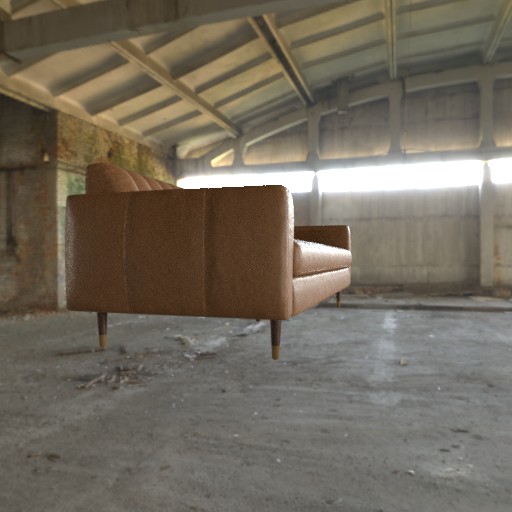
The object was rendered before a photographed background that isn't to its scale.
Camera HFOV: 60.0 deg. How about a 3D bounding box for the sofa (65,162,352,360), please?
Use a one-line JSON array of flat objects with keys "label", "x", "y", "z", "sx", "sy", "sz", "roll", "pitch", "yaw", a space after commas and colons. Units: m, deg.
[{"label": "sofa", "x": 0.000, "y": 0.000, "z": 2.767, "sx": 0.990, "sy": 0.821, "sz": 2.291, "roll": 0, "pitch": 0, "yaw": 18}]
